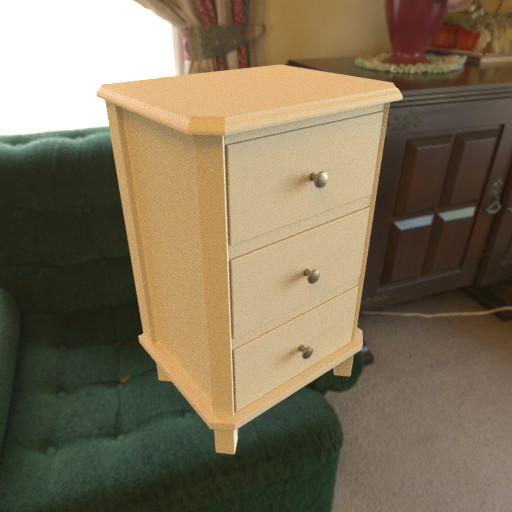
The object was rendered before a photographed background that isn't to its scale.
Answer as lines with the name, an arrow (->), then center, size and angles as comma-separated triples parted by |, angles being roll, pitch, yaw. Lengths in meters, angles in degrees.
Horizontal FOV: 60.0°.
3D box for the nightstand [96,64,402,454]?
nightstand -> 0.000, 0.000, 0.934 | 0.435, 0.681, 0.351 | -22, 37, -32
